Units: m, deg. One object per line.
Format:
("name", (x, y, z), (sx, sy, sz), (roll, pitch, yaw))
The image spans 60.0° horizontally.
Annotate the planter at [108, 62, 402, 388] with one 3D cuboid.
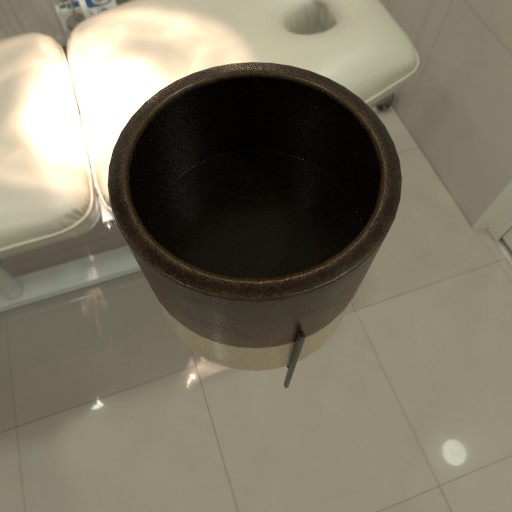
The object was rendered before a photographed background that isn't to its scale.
("planter", (0.000, 0.000, 0.721), (0.345, 0.465, 0.354), (-17, 64, -9))
